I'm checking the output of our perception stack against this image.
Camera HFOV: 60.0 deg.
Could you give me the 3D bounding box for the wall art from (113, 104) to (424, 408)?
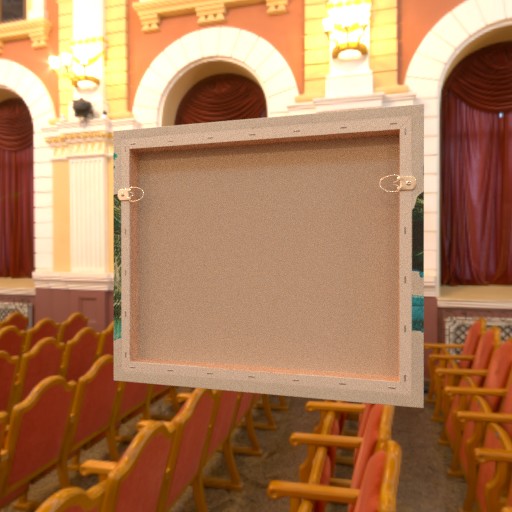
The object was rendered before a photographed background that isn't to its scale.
[{"bbox_3d":[0.000,0.000,0.718,0.507,0.435,0.041,0,0,16],"label":"wall art"}]
